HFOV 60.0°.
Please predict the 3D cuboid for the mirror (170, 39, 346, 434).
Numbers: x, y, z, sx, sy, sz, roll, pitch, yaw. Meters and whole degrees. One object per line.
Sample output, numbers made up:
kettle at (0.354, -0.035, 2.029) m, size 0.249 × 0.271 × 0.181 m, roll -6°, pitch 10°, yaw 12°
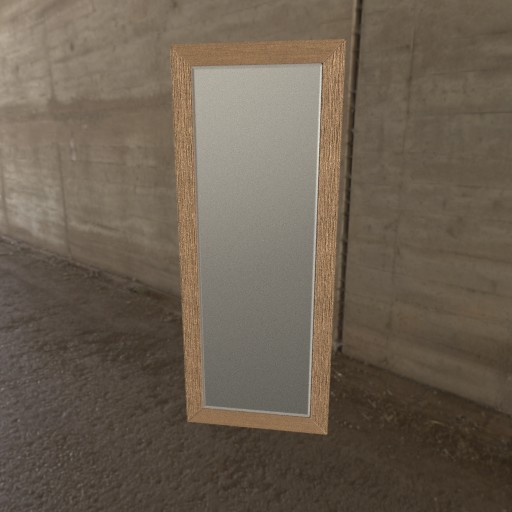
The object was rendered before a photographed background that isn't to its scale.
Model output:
mirror at (0.000, 0.000, 2.296) m, size 0.812 × 2.031 × 0.026 m, roll 2°, pitch 15°, yaw 8°
